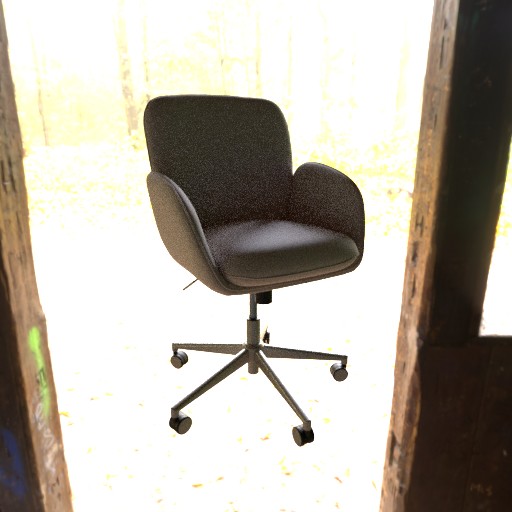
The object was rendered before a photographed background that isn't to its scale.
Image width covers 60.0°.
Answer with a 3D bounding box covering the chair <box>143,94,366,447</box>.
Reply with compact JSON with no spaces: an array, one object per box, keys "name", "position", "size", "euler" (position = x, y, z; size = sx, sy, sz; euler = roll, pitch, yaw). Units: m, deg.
[{"name":"chair","position":[0.000,0.000,1.365],"size":[0.648,0.959,0.633],"euler":[-9,20,-26]}]
